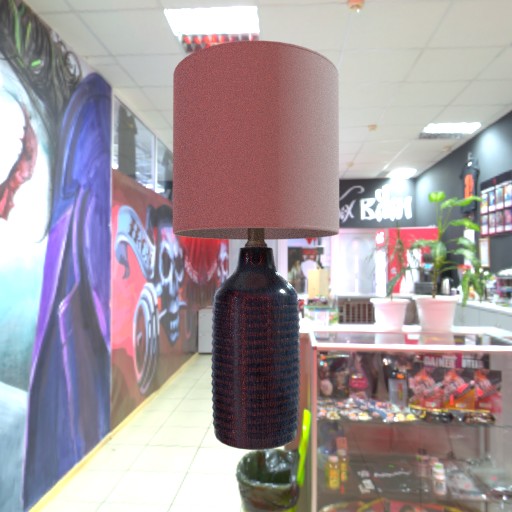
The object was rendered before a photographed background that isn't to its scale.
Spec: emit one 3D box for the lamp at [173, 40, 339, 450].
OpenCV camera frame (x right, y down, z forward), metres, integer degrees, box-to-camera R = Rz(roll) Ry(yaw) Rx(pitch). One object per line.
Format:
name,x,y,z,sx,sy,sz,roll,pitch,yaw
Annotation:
lamp,0.000,0.000,0.597,0.220,0.475,0.220,-1,-2,37
